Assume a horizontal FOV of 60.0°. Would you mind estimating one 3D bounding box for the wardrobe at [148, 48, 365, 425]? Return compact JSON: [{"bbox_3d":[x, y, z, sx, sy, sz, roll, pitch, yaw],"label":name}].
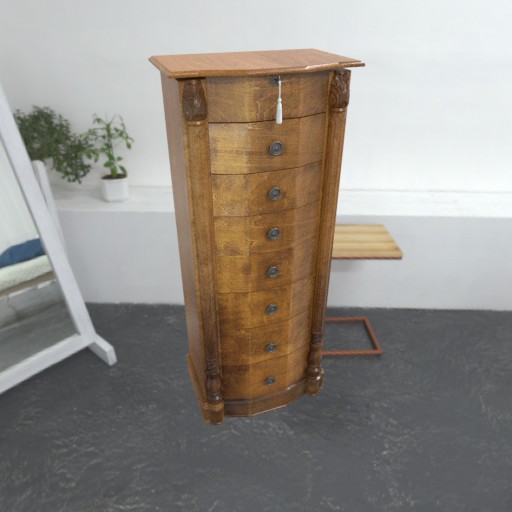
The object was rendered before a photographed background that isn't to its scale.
[{"bbox_3d":[0.000,0.000,1.173,0.406,0.959,0.273,-11,33,-17],"label":"wardrobe"}]
